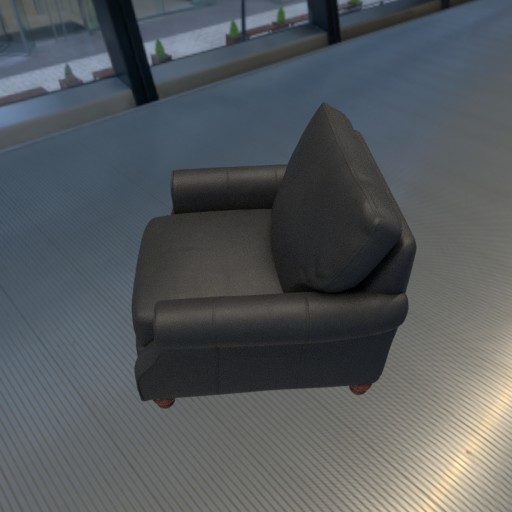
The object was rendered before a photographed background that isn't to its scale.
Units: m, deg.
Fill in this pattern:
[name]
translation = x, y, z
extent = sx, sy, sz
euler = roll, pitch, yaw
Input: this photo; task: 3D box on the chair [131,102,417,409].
[chair]
translation = 0.000, 0.000, 1.804
extent = 1.027, 0.960, 1.015
euler = 1, 42, 1
